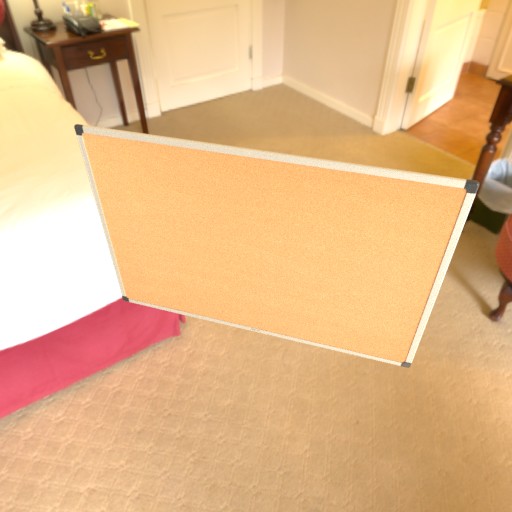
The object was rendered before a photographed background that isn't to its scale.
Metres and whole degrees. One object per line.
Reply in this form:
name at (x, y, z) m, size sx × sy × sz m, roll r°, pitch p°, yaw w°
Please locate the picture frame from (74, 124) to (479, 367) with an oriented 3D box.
picture frame at (0.000, 0.000, 1.144) m, size 0.900 × 0.600 × 0.010 m, roll 11°, pitch 42°, yaw 13°
